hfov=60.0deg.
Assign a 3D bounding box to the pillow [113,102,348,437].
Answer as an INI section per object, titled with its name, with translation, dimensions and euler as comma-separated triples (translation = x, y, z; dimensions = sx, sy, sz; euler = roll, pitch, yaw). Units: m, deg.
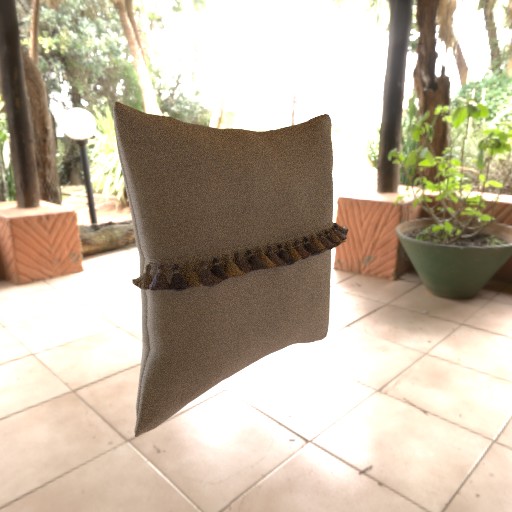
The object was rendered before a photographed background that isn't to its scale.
[pillow]
translation = 0.000, 0.000, 0.762
dimensions = 0.165, 0.481, 0.489
euler = 14, 21, 42
